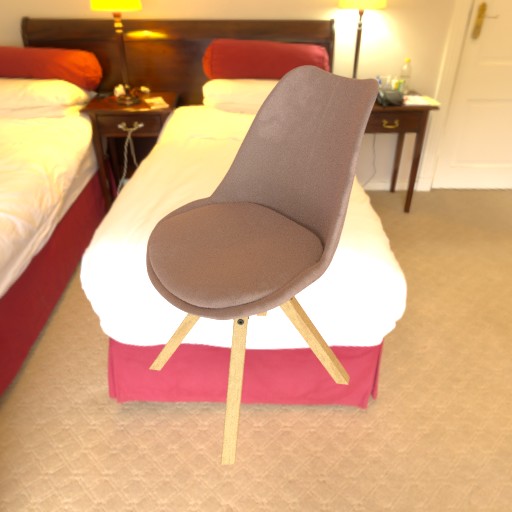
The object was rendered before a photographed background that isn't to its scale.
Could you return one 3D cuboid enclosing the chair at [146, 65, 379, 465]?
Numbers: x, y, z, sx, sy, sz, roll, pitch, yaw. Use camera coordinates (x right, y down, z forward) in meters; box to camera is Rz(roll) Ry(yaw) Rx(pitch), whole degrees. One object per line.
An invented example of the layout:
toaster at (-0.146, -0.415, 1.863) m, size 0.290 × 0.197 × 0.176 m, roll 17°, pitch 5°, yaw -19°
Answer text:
chair at (0.000, 0.000, 1.156) m, size 0.550 × 0.850 × 0.485 m, roll -23°, pitch 39°, yaw -31°
